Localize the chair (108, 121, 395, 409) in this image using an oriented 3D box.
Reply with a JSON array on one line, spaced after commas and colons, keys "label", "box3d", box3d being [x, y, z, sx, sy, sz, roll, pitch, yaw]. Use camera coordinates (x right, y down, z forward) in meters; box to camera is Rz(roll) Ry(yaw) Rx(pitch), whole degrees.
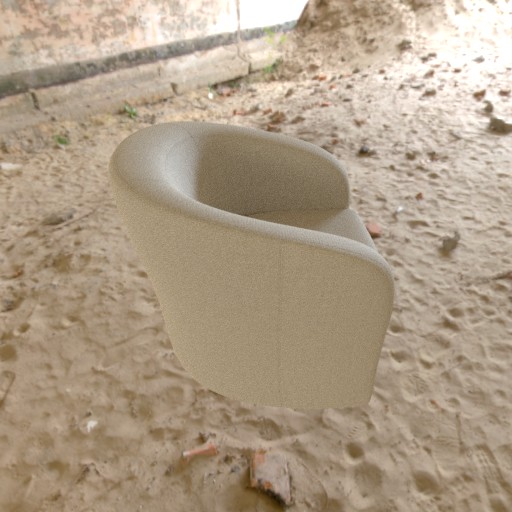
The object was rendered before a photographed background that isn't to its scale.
[{"label": "chair", "box3d": [0.000, 0.000, 1.475, 0.815, 0.771, 0.791, 0, 33, 0]}]
